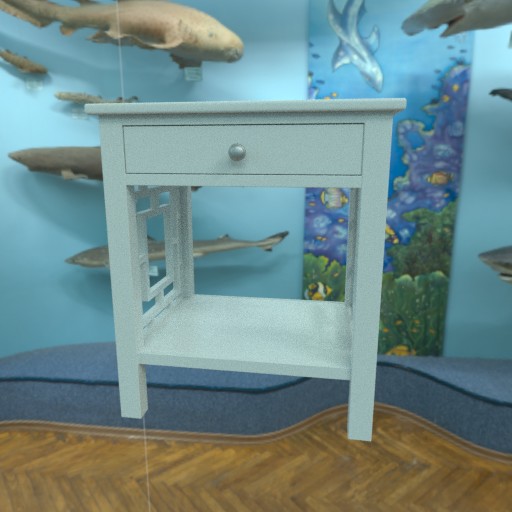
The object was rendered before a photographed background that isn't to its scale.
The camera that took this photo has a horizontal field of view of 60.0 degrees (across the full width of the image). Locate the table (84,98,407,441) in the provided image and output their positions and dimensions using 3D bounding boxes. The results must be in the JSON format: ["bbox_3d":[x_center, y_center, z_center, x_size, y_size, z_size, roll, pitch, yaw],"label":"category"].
[{"bbox_3d":[0.000,0.000,1.041,0.564,0.646,0.451,2,13,9],"label":"table"}]
